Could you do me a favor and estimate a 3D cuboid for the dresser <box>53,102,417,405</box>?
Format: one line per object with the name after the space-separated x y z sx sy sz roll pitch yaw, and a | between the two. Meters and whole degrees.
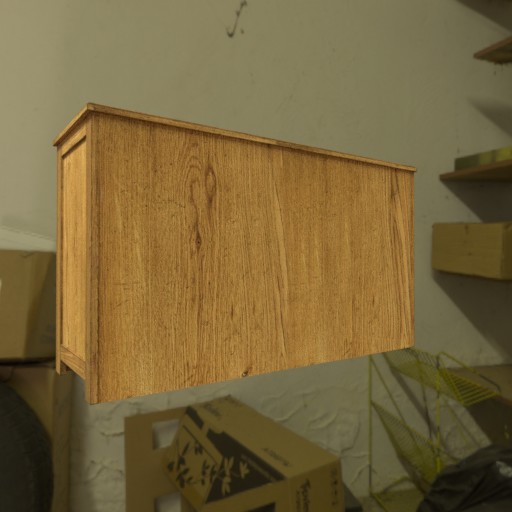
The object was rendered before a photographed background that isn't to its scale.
0.000 0.000 2.057 1.657 0.932 0.563 0 -1 -35 | dresser
